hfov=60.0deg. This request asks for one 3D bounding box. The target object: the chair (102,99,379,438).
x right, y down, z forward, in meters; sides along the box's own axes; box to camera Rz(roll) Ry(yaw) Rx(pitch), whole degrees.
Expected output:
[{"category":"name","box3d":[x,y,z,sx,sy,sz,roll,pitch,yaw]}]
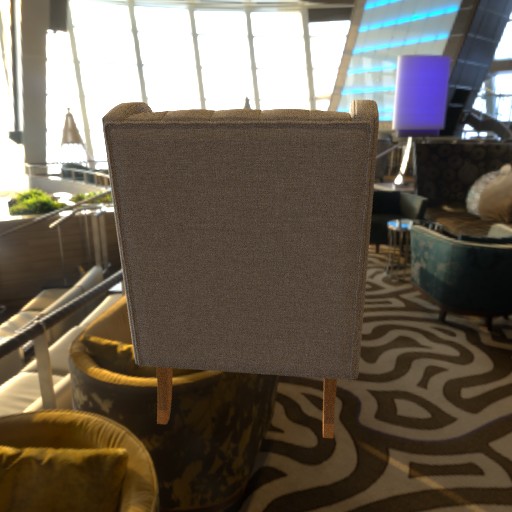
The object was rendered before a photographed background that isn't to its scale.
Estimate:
[{"category":"chair","box3d":[0.000,0.000,1.443,0.710,0.930,0.760,2,16,7]}]
